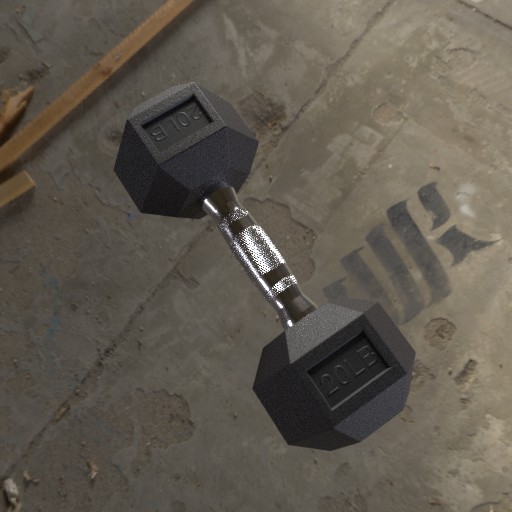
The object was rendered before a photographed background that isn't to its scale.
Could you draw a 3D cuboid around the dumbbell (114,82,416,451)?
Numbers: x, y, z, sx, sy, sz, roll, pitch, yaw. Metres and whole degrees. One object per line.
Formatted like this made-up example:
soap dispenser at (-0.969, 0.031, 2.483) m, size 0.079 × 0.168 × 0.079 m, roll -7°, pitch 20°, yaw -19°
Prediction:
dumbbell at (0.000, 0.000, 0.351) m, size 0.116 × 0.101 × 0.297 m, roll -33°, pitch 77°, yaw -9°
